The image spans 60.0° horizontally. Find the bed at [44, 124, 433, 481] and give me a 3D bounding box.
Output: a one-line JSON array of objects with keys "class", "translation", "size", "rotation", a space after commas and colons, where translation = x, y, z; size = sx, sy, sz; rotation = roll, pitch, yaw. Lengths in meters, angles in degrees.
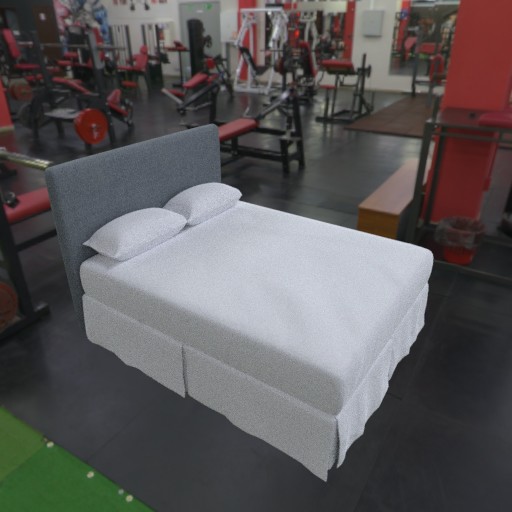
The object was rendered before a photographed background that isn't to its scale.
[{"class": "bed", "translation": [0.000, 0.000, 3.118], "size": [2.142, 1.330, 1.713], "rotation": [18, 33, 30]}]
